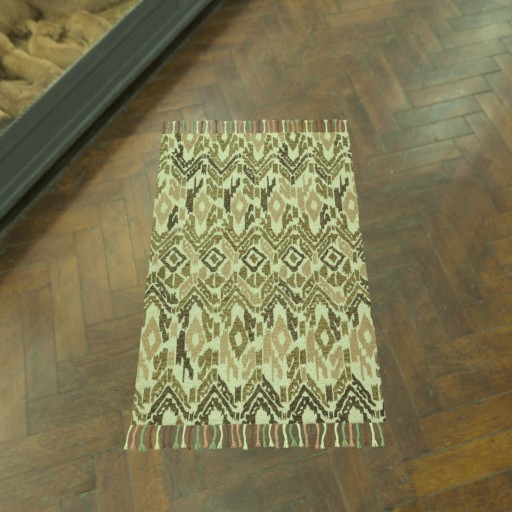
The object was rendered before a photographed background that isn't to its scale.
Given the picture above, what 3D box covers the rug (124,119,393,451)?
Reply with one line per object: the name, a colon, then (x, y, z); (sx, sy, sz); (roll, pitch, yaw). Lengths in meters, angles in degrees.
rug: (0.000, 0.000, 3.038); (1.524, 0.008, 2.438); (-1, 64, 0)
